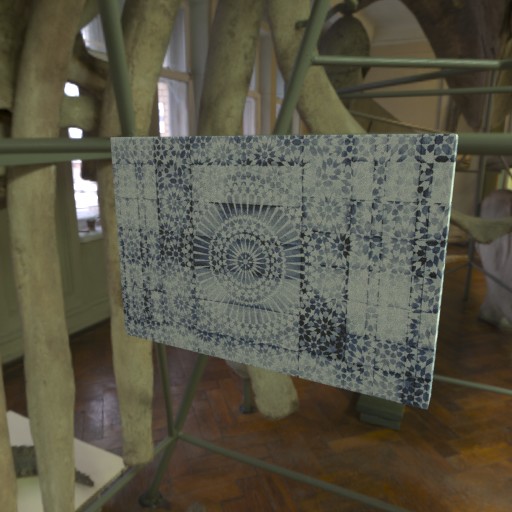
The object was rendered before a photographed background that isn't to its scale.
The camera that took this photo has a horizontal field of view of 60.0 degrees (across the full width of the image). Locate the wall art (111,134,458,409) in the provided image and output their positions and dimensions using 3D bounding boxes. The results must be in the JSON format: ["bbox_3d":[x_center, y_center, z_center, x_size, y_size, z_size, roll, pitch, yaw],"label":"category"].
[{"bbox_3d":[0.000,0.000,1.165,0.911,0.608,0.057,7,16,26],"label":"wall art"}]
